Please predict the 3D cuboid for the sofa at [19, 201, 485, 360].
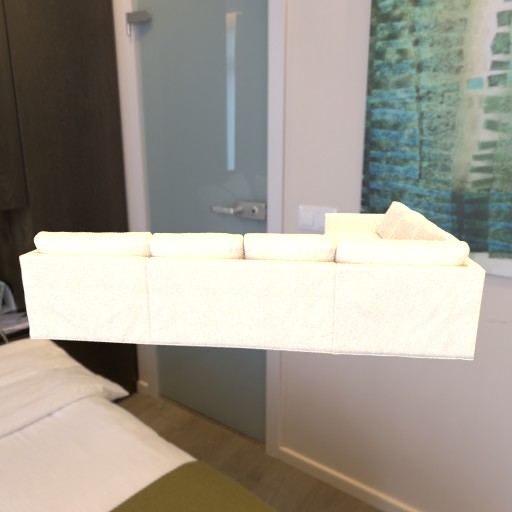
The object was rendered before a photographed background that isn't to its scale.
[{"bbox_3d":[0.000,0.000,4.444,3.460,0.882,2.427,2,15,6],"label":"sofa"}]
